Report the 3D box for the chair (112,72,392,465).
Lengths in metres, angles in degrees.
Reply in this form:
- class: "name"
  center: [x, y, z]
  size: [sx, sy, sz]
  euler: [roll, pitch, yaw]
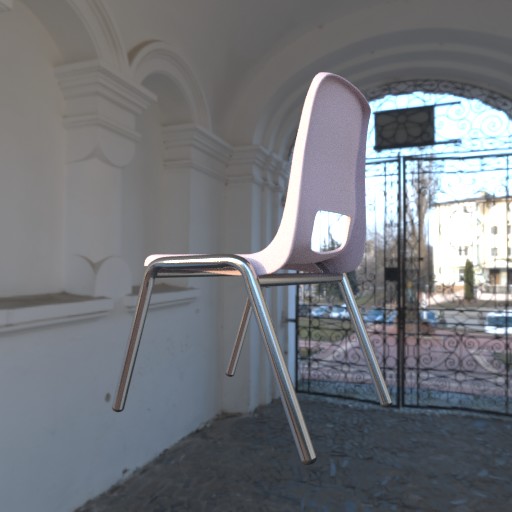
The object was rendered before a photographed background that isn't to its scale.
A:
- class: "chair"
  center: [0.000, 0.000, 0.859]
  size: [0.423, 0.586, 0.354]
  euler: [-1, -2, 36]
